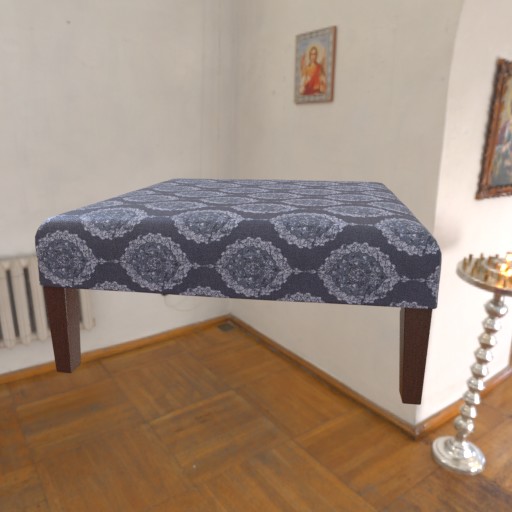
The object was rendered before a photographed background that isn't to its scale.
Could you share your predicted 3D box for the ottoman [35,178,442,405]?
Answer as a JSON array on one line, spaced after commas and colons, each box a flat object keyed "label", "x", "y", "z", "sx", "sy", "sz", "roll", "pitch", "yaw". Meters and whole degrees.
[{"label": "ottoman", "x": 0.000, "y": 0.000, "z": 1.390, "sx": 0.890, "sy": 0.409, "sz": 0.889, "roll": 3, "pitch": 16, "yaw": 9}]
